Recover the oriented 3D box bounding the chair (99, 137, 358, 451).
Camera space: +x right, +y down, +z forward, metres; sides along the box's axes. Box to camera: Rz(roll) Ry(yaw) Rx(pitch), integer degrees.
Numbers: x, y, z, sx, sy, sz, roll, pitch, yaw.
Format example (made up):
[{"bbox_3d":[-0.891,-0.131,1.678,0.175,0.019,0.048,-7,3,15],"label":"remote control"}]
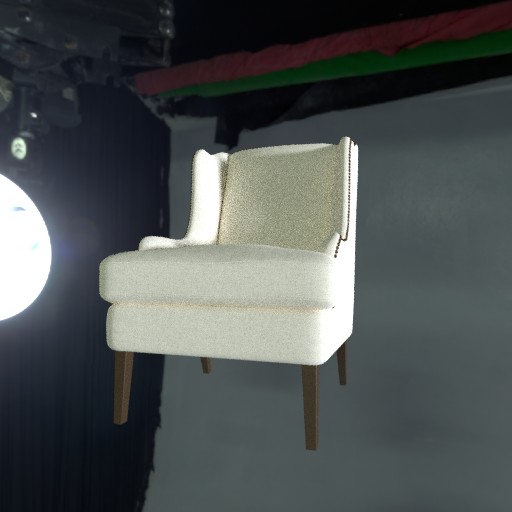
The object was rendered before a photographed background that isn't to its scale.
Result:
[{"bbox_3d":[0.000,0.000,1.676,0.737,1.029,0.940,0,-1,18],"label":"chair"}]
